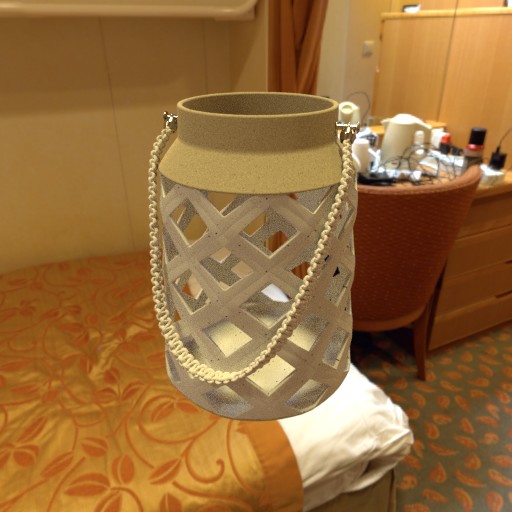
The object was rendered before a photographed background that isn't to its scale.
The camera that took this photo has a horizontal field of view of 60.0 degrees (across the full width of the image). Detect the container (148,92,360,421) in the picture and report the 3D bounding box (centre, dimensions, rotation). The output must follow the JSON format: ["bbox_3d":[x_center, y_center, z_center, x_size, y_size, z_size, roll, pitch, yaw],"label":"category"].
[{"bbox_3d":[0.000,0.000,0.401,0.188,0.264,0.198,8,28,15],"label":"container"}]
